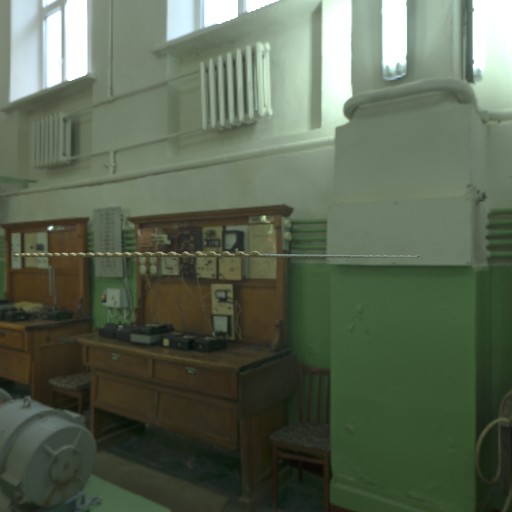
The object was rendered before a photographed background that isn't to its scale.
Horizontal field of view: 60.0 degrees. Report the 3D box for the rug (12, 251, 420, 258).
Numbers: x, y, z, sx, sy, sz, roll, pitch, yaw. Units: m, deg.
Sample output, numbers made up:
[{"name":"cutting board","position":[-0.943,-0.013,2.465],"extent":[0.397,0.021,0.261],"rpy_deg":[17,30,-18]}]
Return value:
[{"name":"rug","position":[0.000,0.000,2.952],"extent":[1.556,0.022,2.433],"rpy_deg":[0,0,33]}]
